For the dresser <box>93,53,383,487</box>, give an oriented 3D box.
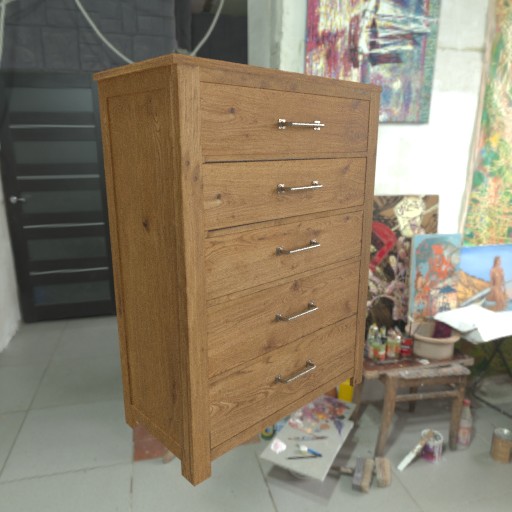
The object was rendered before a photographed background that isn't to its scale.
[{"bbox_3d":[0.000,0.000,1.921,1.081,1.431,0.558,-13,19,-42],"label":"dresser"}]
